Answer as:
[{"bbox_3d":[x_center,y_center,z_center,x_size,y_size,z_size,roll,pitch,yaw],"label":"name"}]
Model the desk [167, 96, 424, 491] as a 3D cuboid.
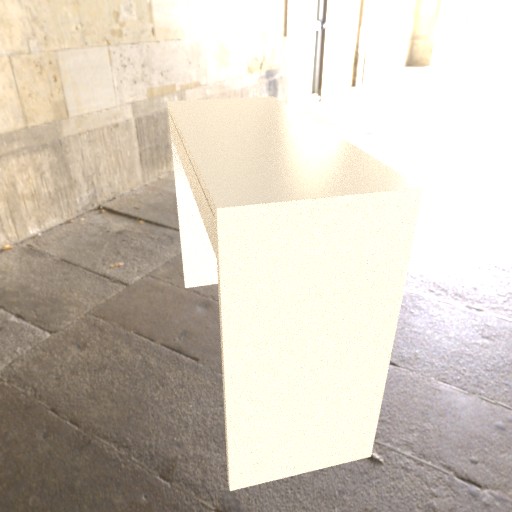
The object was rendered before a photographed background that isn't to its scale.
[{"bbox_3d":[0.000,0.000,1.414,0.400,0.790,1.000,-7,30,-13],"label":"desk"}]
